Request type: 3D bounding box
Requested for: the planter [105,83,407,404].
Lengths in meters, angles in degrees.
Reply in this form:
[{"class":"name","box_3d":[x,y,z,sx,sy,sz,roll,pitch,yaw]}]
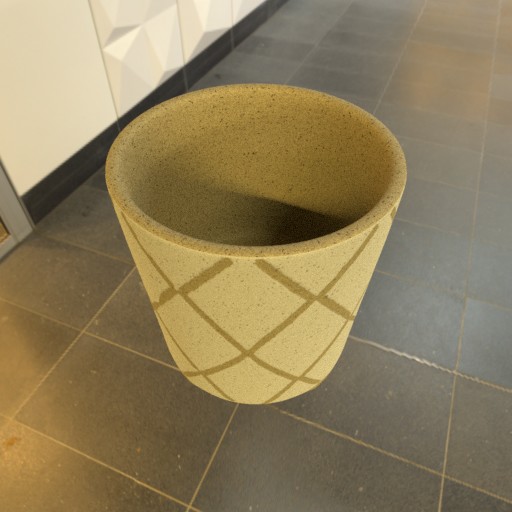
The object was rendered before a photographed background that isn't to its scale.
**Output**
[{"class":"planter","box_3d":[0.000,0.000,0.358,0.191,0.199,0.191,0,46,0]}]
